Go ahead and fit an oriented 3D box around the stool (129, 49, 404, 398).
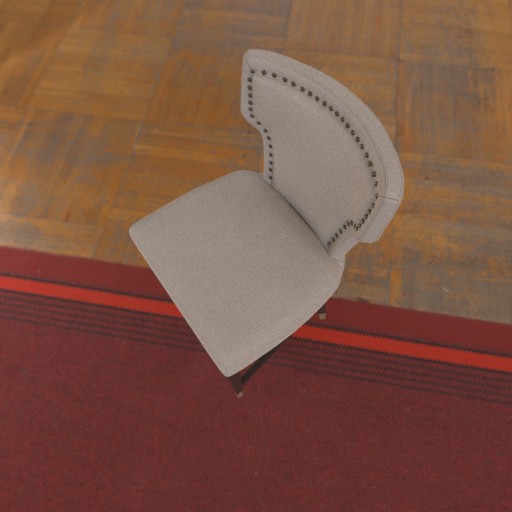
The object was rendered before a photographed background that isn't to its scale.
[{"bbox_3d":[0.000,0.000,1.346,0.563,0.982,0.527,-33,68,-15],"label":"stool"}]
